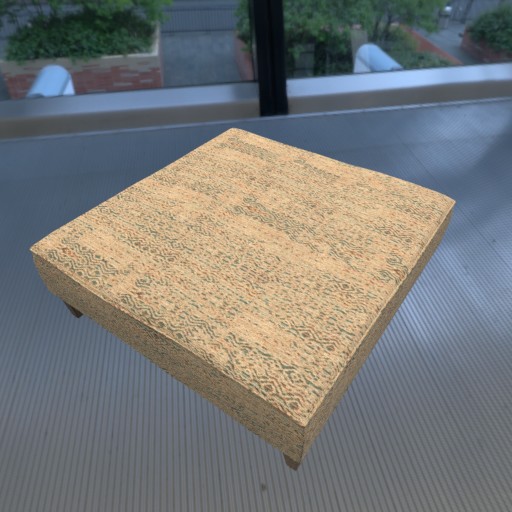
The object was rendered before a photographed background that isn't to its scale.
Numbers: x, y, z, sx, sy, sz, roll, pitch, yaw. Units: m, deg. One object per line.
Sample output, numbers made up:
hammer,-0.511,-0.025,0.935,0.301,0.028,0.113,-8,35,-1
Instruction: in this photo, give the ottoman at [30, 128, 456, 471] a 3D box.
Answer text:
ottoman,0.000,0.000,1.500,0.968,0.356,1.004,25,47,26
